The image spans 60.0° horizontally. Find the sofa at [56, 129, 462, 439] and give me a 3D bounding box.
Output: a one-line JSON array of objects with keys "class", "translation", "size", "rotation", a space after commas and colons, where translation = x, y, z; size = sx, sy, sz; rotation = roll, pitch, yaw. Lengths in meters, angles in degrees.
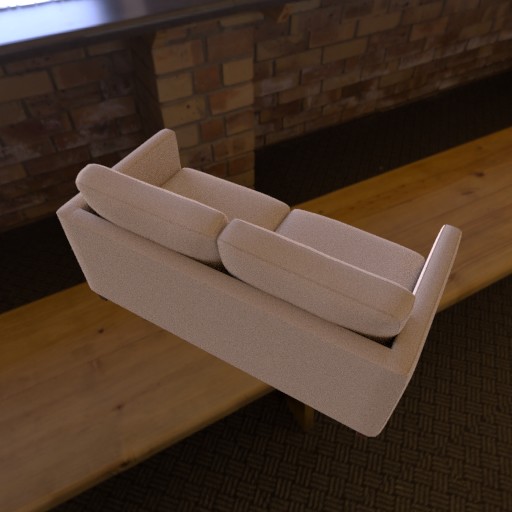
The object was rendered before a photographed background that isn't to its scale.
[{"class": "sofa", "translation": [0.000, 0.000, 2.232], "size": [1.722, 0.888, 0.873], "rotation": [23, 52, 19]}]
